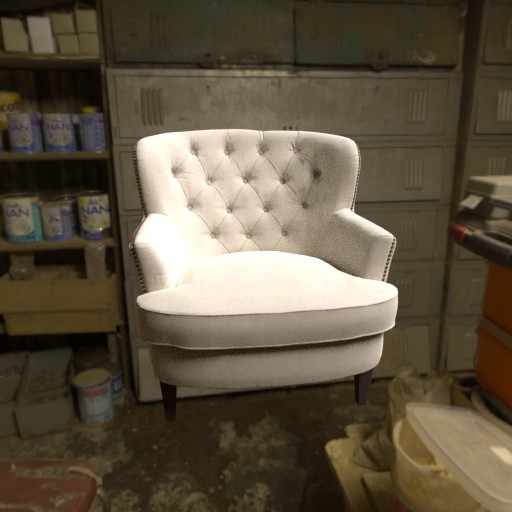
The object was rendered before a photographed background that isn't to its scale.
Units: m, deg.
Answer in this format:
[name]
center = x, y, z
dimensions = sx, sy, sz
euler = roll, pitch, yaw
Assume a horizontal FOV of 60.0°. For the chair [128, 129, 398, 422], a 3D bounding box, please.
[chair]
center = 0.000, 0.000, 1.590
dimensions = 0.848, 0.868, 0.906
euler = -2, 17, -8
